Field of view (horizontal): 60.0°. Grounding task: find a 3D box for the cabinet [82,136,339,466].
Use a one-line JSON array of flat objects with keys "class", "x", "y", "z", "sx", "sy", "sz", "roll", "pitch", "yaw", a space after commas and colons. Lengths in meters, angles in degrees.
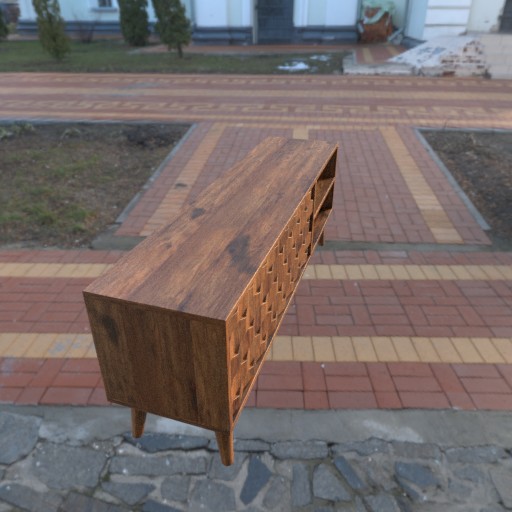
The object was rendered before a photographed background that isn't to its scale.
[{"class": "cabinet", "x": 0.000, "y": 0.000, "z": 1.682, "sx": 0.349, "sy": 0.528, "sz": 1.448, "roll": 9, "pitch": 31, "yaw": 16}]
